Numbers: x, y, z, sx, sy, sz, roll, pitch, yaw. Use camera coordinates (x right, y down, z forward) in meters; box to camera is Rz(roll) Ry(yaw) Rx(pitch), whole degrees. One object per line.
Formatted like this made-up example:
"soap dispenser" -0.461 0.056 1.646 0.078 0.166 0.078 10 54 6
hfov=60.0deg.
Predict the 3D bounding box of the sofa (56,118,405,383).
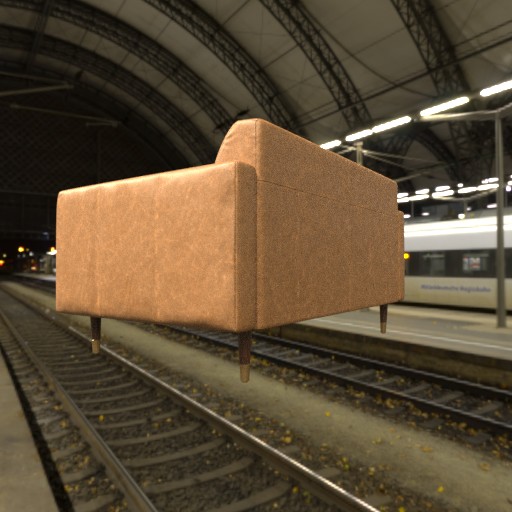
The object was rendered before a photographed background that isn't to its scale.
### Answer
"sofa" 0.000 0.000 2.127 0.960 0.820 1.549 -1 -2 36
